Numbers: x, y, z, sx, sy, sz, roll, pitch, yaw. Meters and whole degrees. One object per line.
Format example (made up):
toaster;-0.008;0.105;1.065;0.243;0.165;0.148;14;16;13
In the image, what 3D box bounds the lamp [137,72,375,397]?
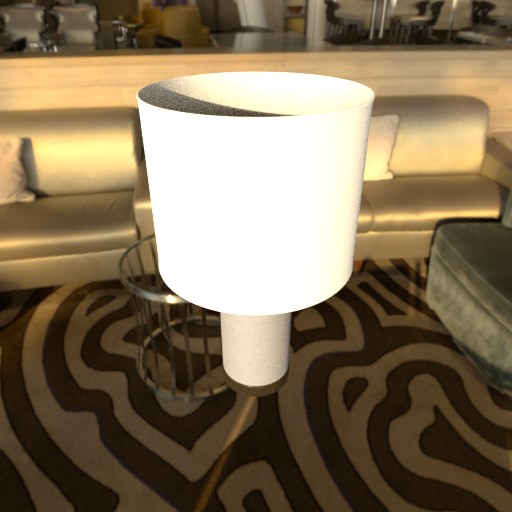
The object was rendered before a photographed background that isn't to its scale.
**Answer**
lamp;0.000;0.000;0.532;0.229;0.380;0.229;0;31;0
